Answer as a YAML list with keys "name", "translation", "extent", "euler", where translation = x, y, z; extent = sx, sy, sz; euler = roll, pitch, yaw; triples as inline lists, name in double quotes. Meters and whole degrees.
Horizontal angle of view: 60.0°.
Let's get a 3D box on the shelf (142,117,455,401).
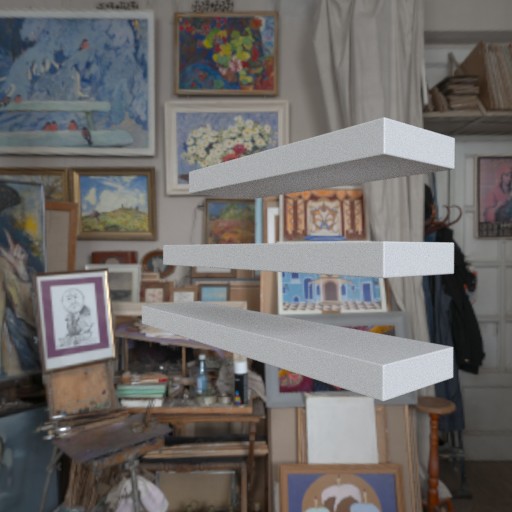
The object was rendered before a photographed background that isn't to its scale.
- name: "shelf"
  translation: [0.000, 0.000, 0.739]
  extent: [0.140, 0.293, 0.610]
  euler: [-1, 1, -38]
